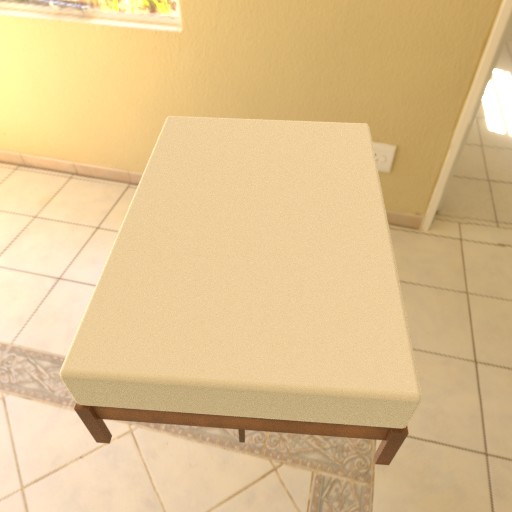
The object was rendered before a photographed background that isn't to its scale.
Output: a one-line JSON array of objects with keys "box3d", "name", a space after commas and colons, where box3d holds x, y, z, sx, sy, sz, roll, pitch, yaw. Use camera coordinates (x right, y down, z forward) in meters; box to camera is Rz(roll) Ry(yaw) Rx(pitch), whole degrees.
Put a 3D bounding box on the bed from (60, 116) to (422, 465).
[{"box3d": [0.000, 0.000, 2.475, 1.348, 0.616, 1.927, 3, 46, 3], "name": "bed"}]
